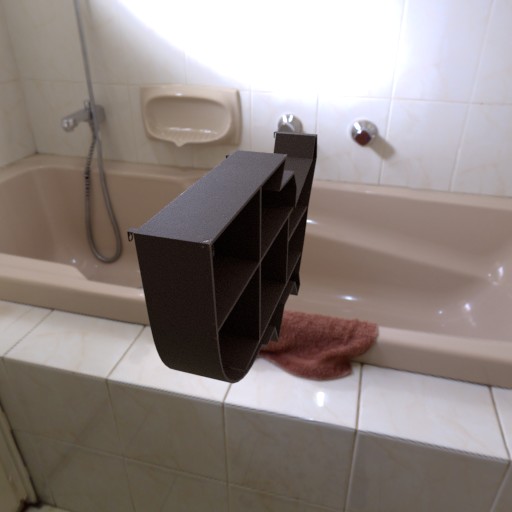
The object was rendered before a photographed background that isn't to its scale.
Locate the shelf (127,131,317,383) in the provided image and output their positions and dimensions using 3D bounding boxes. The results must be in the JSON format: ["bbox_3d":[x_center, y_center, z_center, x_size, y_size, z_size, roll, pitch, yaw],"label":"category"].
[{"bbox_3d":[0.000,0.000,0.947,0.112,0.439,0.729,9,30,15],"label":"shelf"}]
